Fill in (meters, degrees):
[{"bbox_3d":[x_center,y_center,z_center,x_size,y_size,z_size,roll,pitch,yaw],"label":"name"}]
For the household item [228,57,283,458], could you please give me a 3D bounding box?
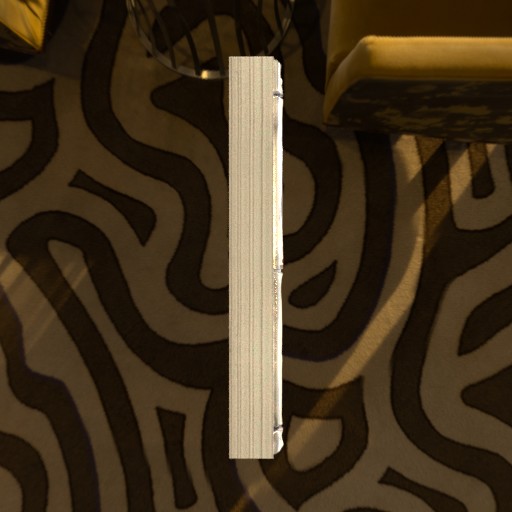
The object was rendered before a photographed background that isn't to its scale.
[{"bbox_3d":[0.000,0.000,0.290,0.025,0.216,0.165,0,91,0],"label":"household item"}]
